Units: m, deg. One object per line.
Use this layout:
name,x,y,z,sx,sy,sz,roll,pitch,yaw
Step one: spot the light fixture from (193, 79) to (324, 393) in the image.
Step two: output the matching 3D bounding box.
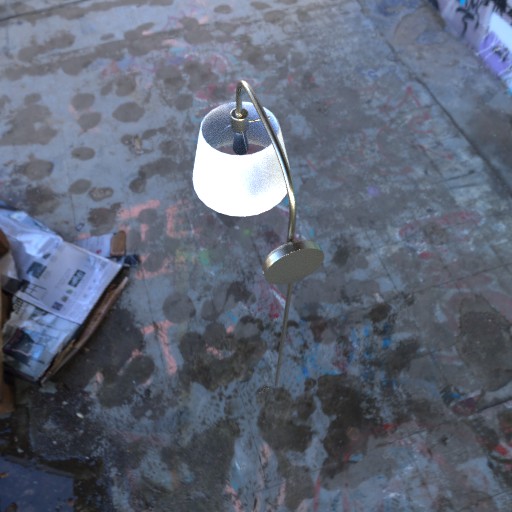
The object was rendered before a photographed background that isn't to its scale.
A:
light fixture,0.000,0.000,0.463,0.092,0.399,0.176,-16,60,-9
